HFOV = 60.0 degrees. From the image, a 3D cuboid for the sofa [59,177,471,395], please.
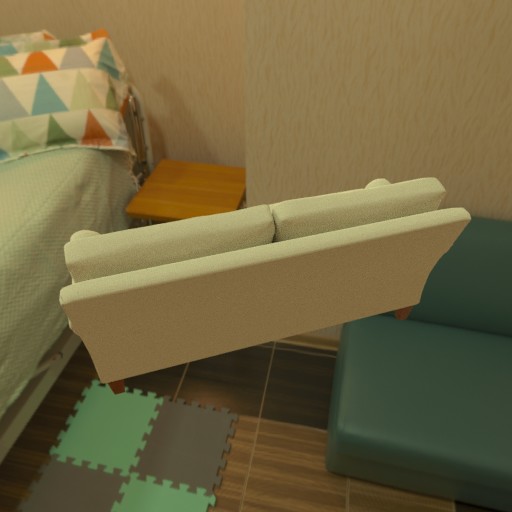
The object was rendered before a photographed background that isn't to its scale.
[{"bbox_3d":[0.000,0.000,2.790,2.159,1.087,1.086,-12,41,-13],"label":"sofa"}]
